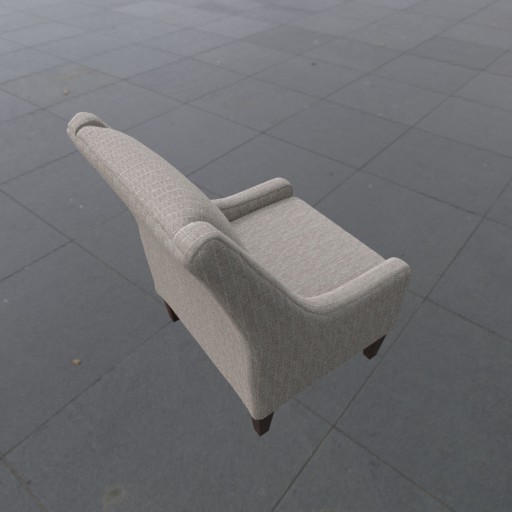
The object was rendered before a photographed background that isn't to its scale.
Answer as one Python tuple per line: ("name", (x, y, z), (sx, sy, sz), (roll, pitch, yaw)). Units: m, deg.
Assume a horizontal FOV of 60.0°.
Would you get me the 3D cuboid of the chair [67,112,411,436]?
("chair", (0.000, 0.000, 1.594), (0.870, 1.014, 0.774), (-26, 48, -26))
